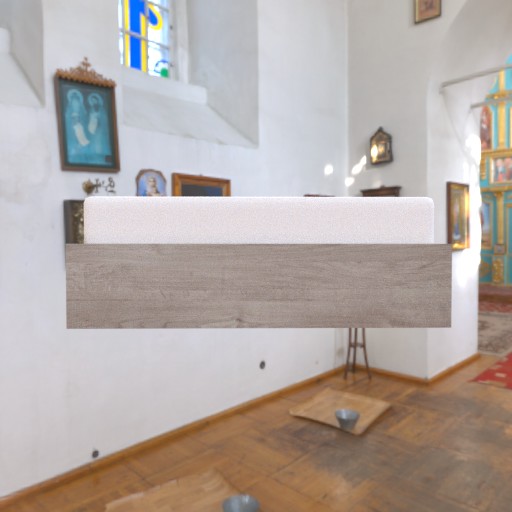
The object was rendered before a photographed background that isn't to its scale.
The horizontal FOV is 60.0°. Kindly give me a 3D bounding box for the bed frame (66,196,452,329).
[{"bbox_3d":[0.000,0.000,2.630,1.445,0.497,1.945,0,1,-1],"label":"bed frame"}]
